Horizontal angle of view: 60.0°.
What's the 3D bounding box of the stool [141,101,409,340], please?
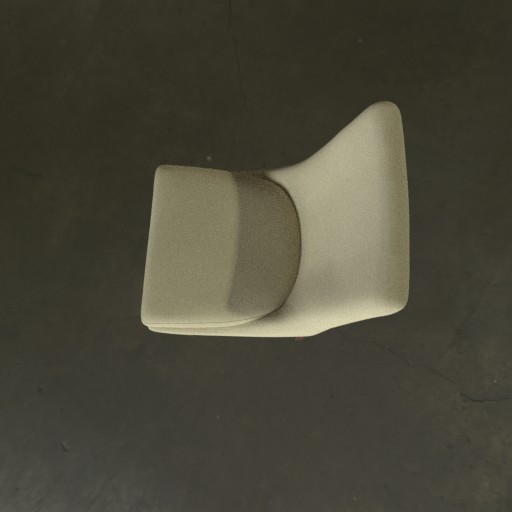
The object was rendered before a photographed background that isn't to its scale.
[{"bbox_3d":[0.000,0.000,1.286,0.577,0.981,0.470,2,76,1],"label":"stool"}]
